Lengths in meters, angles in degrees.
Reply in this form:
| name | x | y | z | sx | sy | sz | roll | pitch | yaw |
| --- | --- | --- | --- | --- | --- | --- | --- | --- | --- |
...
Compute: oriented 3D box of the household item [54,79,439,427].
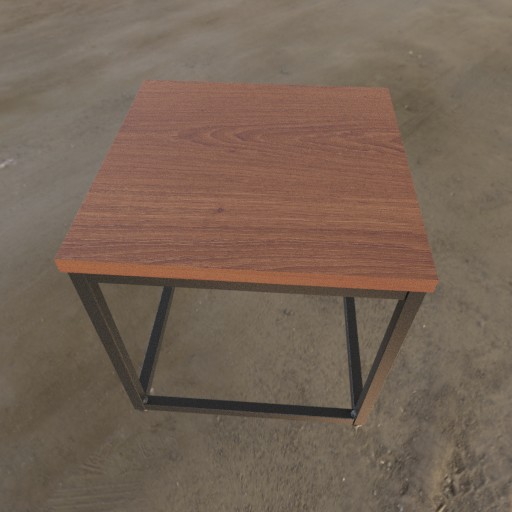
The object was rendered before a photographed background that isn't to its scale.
| name | x | y | z | sx | sy | sz | roll | pitch | yaw |
| --- | --- | --- | --- | --- | --- | --- | --- | --- | --- |
| household item | 0.000 | 0.000 | 0.741 | 0.400 | 0.400 | 0.400 | 3 | 48 | 3 |
